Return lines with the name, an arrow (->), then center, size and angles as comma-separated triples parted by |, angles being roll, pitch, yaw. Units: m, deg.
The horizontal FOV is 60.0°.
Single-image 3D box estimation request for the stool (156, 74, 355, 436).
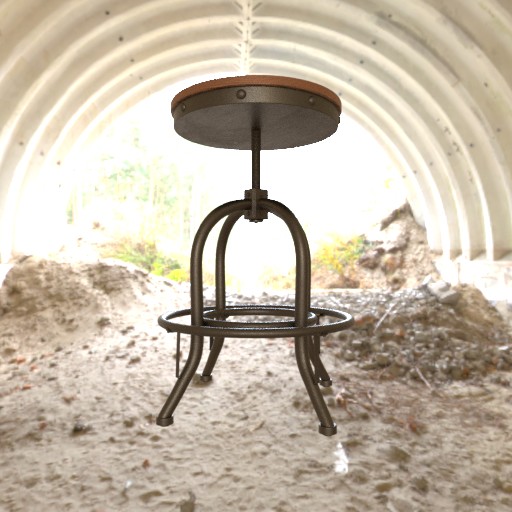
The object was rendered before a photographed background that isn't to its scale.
stool -> 0.000, 0.000, 0.918 | 0.439, 0.609, 0.439 | 0, -1, -37
